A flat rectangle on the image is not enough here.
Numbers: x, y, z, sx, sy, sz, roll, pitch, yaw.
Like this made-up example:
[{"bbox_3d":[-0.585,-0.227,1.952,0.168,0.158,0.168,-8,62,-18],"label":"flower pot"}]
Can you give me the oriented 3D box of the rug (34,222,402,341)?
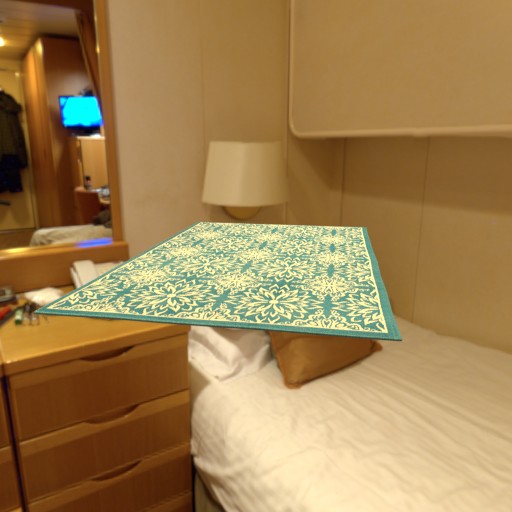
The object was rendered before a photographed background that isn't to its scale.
[{"bbox_3d":[0.000,0.000,3.446,1.830,0.018,2.769,3,14,10],"label":"rug"}]
